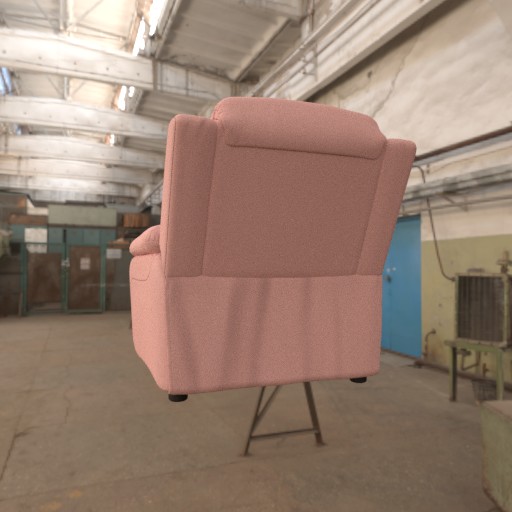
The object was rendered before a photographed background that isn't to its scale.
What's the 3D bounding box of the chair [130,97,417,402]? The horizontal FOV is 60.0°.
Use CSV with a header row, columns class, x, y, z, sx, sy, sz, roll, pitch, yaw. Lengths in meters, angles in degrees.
class,x,y,z,sx,sy,sz,roll,pitch,yaw
chair,0.000,0.000,1.294,0.680,0.702,0.709,0,-1,-20
